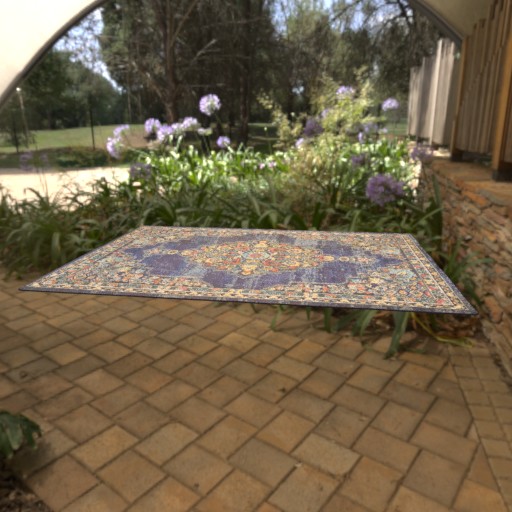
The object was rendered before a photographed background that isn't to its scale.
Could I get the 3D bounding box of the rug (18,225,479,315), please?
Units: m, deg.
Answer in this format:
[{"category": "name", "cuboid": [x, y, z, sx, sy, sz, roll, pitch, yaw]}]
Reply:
[{"category": "rug", "cuboid": [0.000, 0.000, 2.871, 2.232, 0.009, 1.630, 2, 16, 8]}]
